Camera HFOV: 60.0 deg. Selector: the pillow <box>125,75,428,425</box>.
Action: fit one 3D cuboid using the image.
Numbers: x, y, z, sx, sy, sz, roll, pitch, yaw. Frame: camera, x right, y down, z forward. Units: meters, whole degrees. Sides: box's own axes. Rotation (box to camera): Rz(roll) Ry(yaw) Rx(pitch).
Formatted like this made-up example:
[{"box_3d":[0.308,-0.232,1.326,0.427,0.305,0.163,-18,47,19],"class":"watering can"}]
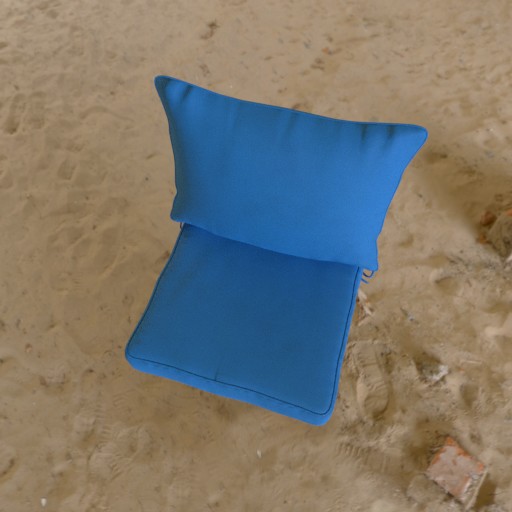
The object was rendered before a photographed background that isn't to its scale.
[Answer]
[{"box_3d":[0.000,0.000,1.355,0.798,0.725,0.733,14,60,9],"class":"pillow"}]
